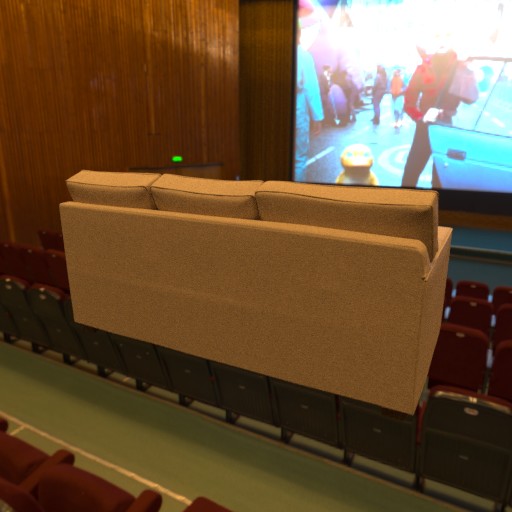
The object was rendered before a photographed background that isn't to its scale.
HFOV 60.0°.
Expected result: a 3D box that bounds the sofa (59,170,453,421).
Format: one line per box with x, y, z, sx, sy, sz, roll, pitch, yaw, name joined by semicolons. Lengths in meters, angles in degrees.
0.000;0.000;2.521;1.962;0.946;1.034;8;18;27;sofa
